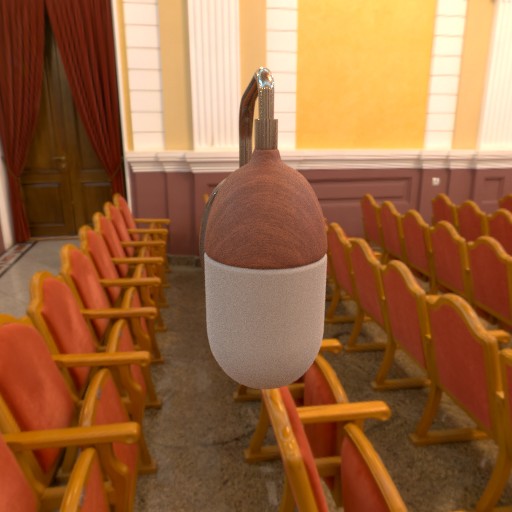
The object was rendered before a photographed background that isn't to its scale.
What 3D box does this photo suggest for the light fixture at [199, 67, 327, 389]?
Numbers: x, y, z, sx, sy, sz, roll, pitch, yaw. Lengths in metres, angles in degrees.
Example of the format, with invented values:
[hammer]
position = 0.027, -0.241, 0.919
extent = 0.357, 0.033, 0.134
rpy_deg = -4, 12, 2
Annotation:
[light fixture]
position = 0.000, 0.000, 0.444
extent = 0.108, 0.343, 0.216
rpy_deg = -3, 17, -8
